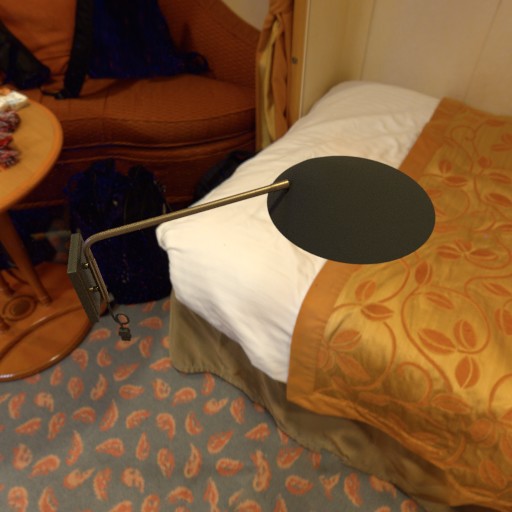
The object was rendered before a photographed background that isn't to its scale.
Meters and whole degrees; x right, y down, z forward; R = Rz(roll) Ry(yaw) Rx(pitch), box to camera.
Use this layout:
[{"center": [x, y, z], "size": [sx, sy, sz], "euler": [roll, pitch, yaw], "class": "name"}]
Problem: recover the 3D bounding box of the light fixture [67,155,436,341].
[{"center": [0.000, 0.000, 0.681], "size": [0.516, 0.312, 0.240], "euler": [-9, 47, -8], "class": "light fixture"}]
